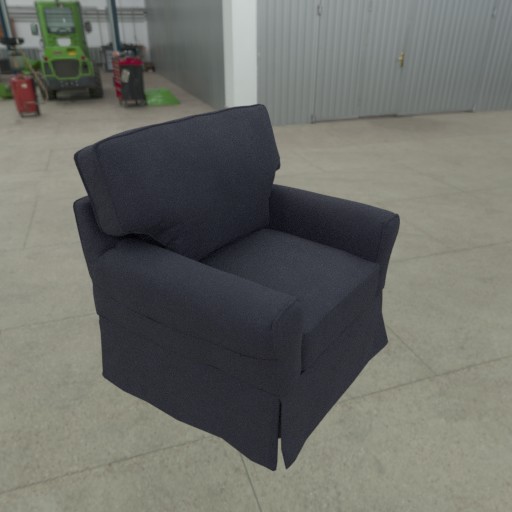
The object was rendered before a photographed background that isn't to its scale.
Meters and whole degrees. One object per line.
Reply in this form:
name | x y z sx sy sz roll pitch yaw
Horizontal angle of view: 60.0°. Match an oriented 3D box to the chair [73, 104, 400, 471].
chair | 0.000 0.000 1.948 1.002 1.140 1.119 18 33 31
